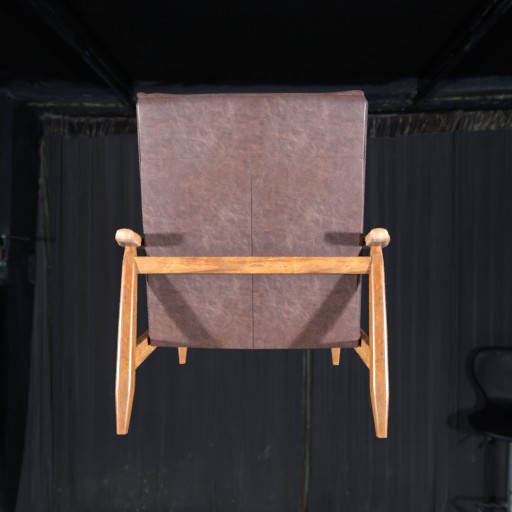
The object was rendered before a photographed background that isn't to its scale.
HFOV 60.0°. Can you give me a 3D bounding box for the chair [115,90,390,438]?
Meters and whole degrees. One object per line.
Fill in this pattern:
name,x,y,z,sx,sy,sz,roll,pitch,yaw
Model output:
chair,0.000,0.000,1.499,0.782,0.897,0.830,0,0,2
